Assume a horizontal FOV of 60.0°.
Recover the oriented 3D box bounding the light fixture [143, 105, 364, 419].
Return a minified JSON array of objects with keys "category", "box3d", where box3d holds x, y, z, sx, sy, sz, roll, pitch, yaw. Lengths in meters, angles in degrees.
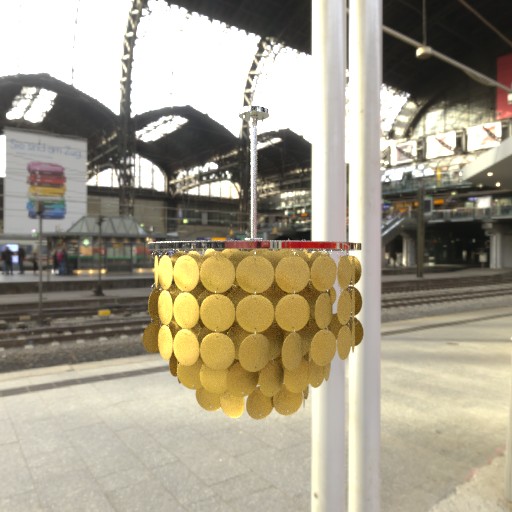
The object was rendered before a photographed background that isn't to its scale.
[{"category":"light fixture","box3d":[0.000,0.000,0.756,0.368,0.492,0.368,0,0,0]}]
